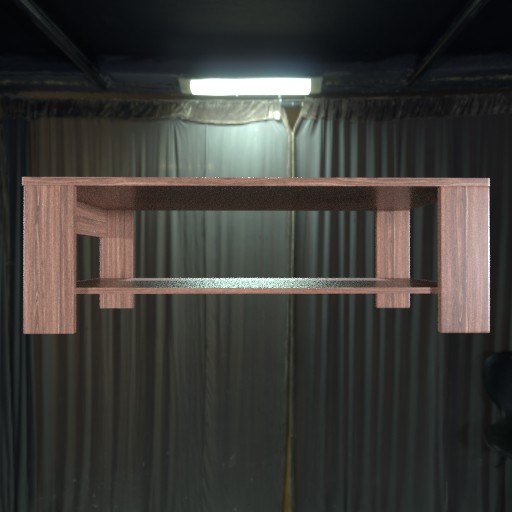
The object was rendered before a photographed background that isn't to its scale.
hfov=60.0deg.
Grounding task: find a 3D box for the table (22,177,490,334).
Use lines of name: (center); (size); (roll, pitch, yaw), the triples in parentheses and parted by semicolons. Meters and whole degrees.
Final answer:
table: (0.000, 0.000, 1.437); (1.200, 0.400, 0.600); (0, 0, -1)
